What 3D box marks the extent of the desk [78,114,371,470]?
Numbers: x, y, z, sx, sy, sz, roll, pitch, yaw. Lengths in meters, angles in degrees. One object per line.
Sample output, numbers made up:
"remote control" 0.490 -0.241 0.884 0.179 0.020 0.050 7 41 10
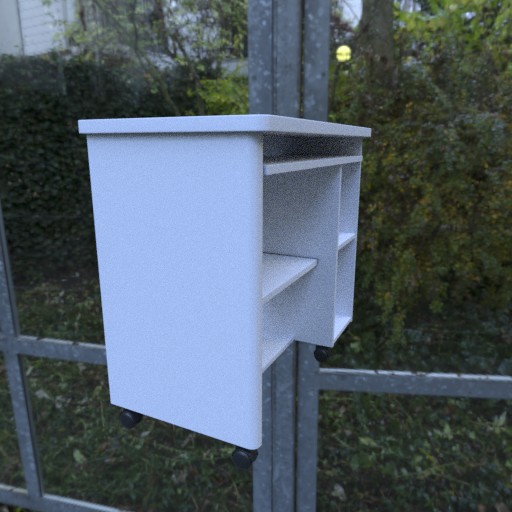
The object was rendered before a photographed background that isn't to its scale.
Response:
"desk" 0.000 0.000 1.348 0.475 0.763 0.877 7 16 25
